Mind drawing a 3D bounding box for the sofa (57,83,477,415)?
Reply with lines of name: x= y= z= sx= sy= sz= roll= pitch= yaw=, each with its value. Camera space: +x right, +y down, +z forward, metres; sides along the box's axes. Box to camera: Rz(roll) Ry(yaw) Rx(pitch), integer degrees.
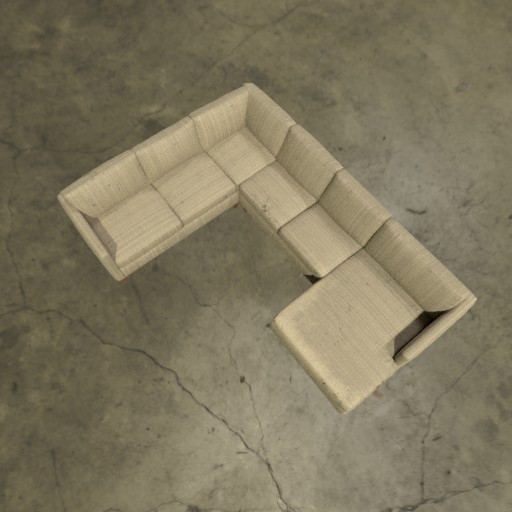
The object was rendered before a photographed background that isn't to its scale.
sofa: x=0.000 y=0.000 z=4.559 sx=2.594 sy=0.961 sz=3.460 roll=-35 pitch=70 yaw=-15
